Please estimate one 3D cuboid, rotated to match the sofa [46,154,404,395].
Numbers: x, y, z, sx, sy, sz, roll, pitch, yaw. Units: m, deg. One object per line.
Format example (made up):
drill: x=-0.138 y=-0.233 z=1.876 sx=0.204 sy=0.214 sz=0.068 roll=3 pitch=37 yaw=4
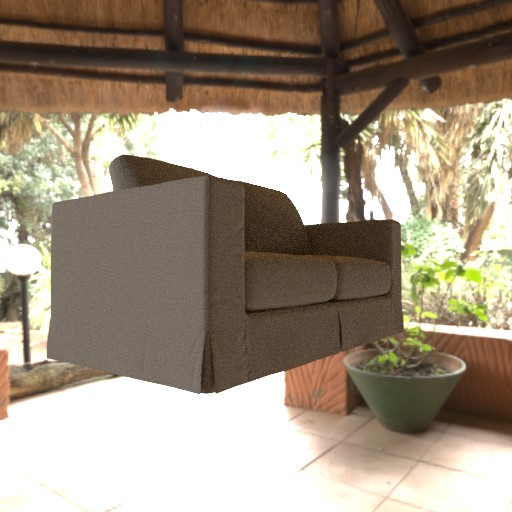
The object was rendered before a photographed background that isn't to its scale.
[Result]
sofa: x=0.000 y=0.000 z=2.406 sx=1.009 sy=0.932 sz=1.813 roll=-1 pitch=-2 yaw=37
